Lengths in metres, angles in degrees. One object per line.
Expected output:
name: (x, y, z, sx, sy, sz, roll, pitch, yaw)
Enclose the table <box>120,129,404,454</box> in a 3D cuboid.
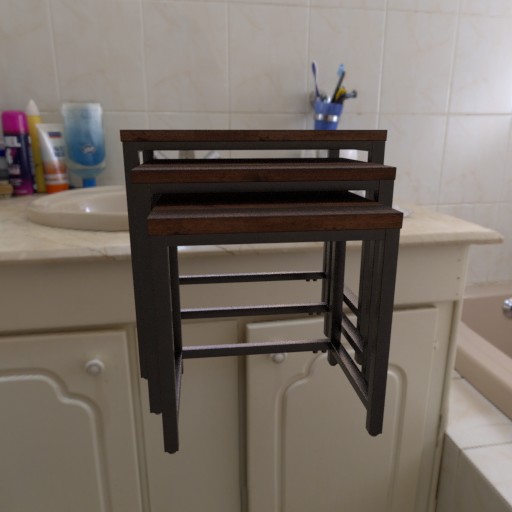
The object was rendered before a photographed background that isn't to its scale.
table: (0.000, 0.000, 1.124, 0.608, 0.616, 0.660, -2, 16, -7)
